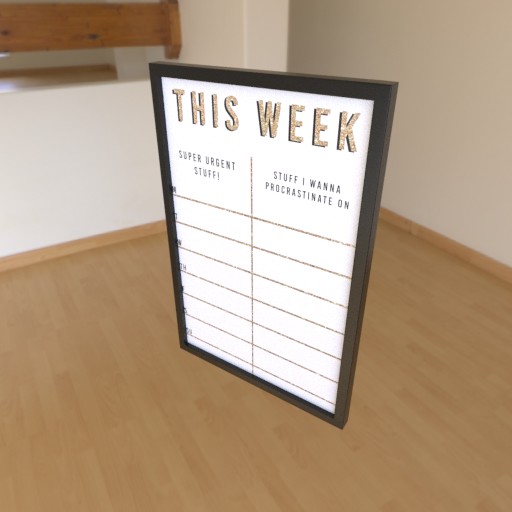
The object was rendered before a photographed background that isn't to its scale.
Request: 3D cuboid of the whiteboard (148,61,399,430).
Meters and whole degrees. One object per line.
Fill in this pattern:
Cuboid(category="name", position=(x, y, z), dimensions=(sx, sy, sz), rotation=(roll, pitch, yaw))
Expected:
Cuboid(category="whiteboard", position=(0.000, 0.000, 0.785), dimensions=(0.406, 0.611, 0.026), rotation=(18, 35, 29))
